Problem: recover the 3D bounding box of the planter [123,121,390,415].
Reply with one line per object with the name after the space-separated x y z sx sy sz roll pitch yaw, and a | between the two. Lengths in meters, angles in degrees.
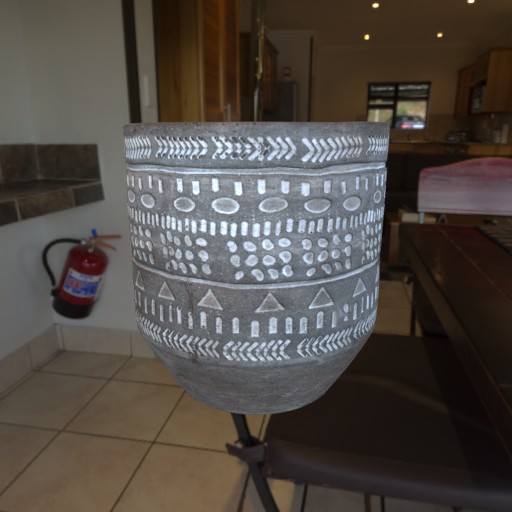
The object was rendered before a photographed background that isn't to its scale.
0.000 0.000 0.262 0.142 0.149 0.142 0 15 0 | planter
